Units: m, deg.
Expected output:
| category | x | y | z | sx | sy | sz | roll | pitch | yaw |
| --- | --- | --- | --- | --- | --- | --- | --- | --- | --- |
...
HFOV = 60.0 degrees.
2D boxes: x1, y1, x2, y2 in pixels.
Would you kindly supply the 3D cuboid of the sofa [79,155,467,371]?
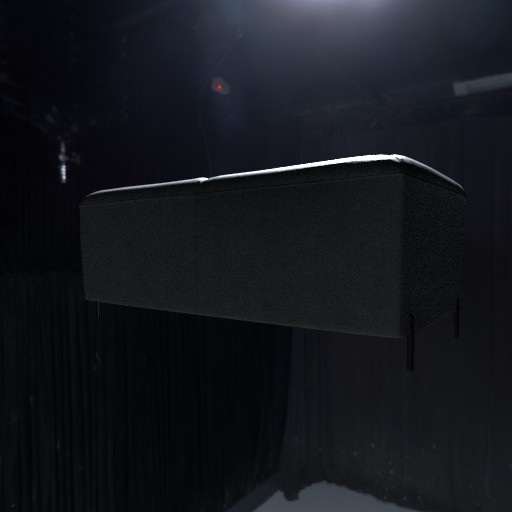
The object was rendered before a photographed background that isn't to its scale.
| category | x | y | z | sx | sy | sz | roll | pitch | yaw |
| --- | --- | --- | --- | --- | --- | --- | --- | --- | --- |
| sofa | 0.000 | 0.000 | 2.321 | 1.878 | 0.747 | 0.905 | 1 | 1 | 37 |
